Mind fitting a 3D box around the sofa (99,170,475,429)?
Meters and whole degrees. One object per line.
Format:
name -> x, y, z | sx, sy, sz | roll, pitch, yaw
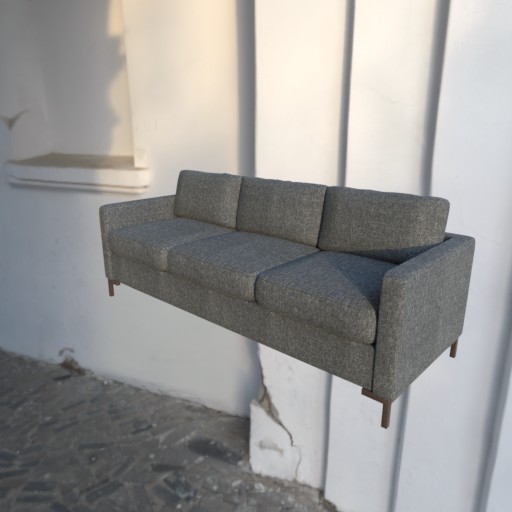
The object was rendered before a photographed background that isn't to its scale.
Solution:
sofa -> 0.000, 0.000, 2.687 | 2.218, 0.874, 0.859 | 15, 22, 40
